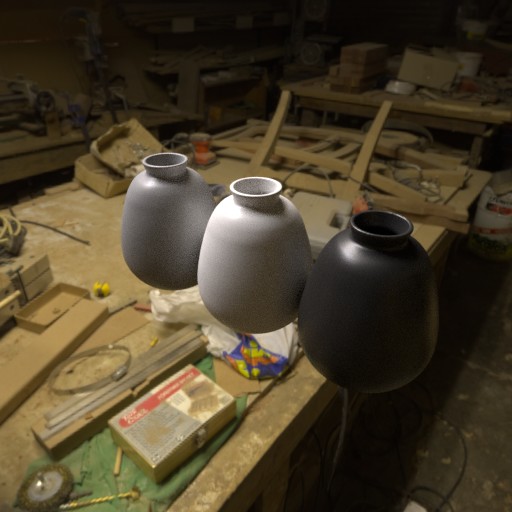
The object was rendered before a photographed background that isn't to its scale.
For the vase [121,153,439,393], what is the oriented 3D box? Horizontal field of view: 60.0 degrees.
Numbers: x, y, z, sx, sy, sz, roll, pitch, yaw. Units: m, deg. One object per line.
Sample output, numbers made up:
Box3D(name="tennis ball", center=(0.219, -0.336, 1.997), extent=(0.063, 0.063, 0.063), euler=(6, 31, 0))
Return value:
Box3D(name="vase", center=(0.000, 0.000, 0.363), extent=(0.297, 0.122, 0.097), euler=(22, 37, 32))
